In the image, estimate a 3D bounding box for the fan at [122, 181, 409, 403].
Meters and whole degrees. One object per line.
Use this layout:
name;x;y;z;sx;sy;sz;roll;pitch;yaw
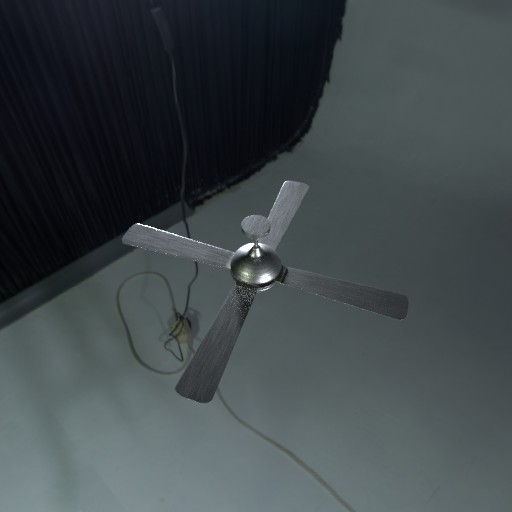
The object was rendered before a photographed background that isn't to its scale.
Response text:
fan;0.000;0.000;2.004;1.321;0.381;1.321;32;54;27
